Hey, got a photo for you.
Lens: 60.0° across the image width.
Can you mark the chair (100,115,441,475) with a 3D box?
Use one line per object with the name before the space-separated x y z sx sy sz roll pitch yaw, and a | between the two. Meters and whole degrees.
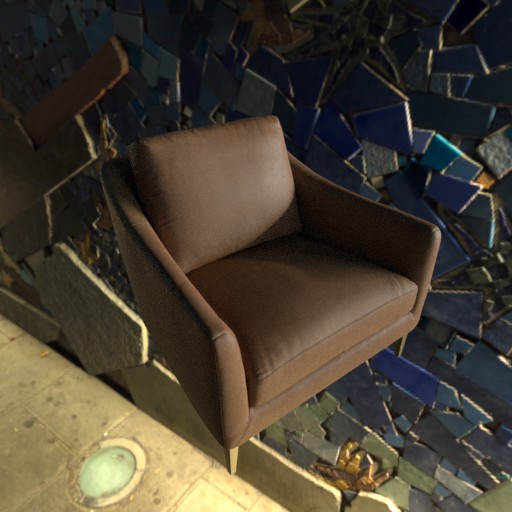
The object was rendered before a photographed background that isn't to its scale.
chair | 0.000 0.000 1.700 0.988 0.895 0.963 -21 36 -33
